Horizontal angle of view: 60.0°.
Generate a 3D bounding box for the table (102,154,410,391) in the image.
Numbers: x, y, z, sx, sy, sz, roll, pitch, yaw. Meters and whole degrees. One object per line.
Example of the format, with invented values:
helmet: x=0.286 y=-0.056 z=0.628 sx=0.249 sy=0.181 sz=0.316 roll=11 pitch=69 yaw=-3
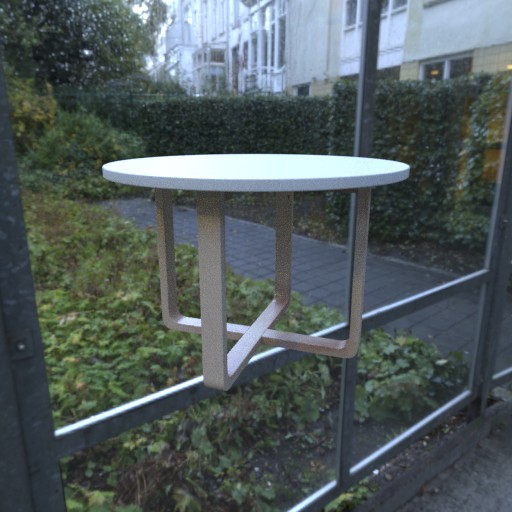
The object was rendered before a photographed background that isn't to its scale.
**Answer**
table: x=0.000 y=0.000 z=0.967 sx=0.600 sy=0.400 sz=0.600 roll=0 pitch=16 yaw=0
